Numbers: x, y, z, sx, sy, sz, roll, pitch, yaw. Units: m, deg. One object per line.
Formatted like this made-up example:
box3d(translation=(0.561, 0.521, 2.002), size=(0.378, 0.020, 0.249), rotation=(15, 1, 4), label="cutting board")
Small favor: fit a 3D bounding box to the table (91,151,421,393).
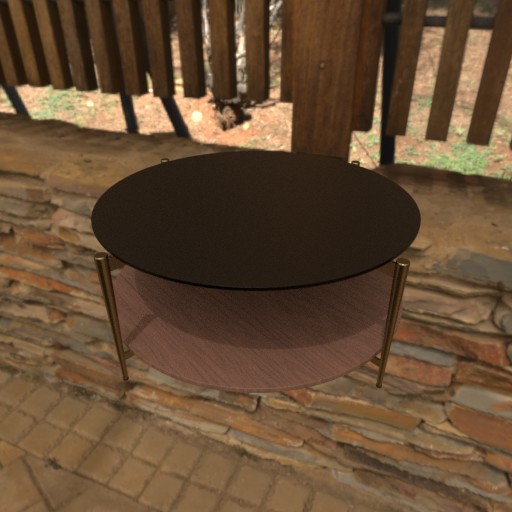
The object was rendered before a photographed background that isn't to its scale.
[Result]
box3d(translation=(0.000, 0.000, 1.424), size=(0.938, 0.400, 0.938), rotation=(9, 32, 15), label="table")
